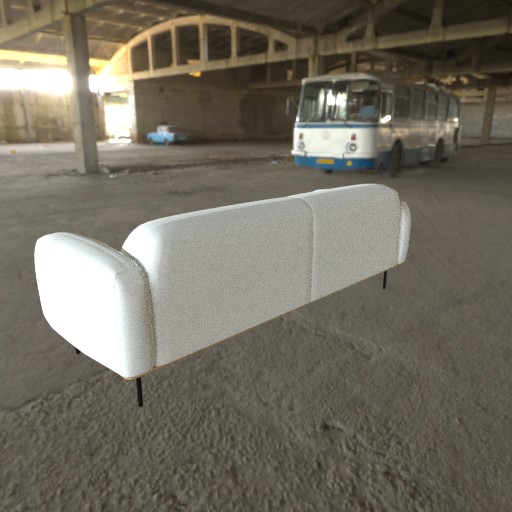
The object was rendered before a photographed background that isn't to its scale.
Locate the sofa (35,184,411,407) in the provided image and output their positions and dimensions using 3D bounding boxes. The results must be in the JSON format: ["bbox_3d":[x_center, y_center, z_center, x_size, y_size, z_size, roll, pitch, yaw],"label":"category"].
[{"bbox_3d":[0.000,0.000,2.641,2.280,0.780,0.870,-16,23,-42],"label":"sofa"}]
